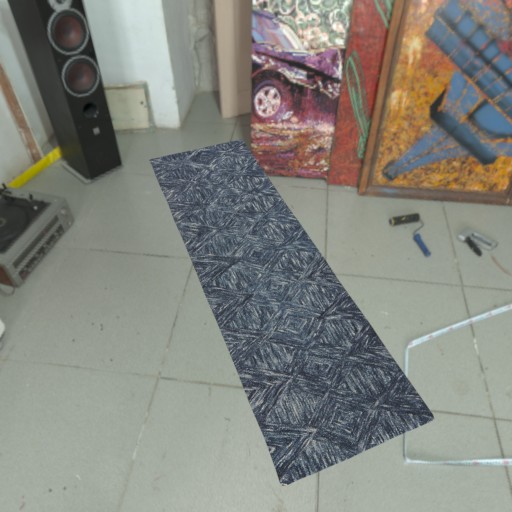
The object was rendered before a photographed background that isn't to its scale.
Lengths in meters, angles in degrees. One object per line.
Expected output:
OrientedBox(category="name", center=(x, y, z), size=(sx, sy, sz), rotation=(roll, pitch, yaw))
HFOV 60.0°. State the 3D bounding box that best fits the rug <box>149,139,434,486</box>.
OrientedBox(category="rug", center=(0.000, 0.000, 2.496), size=(0.719, 0.013, 2.306), rotation=(-16, 49, -15))
